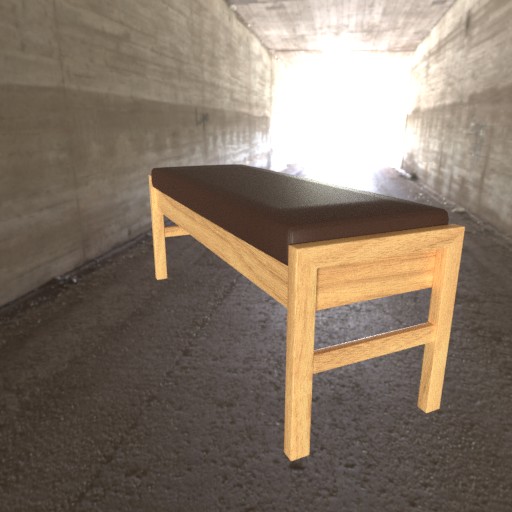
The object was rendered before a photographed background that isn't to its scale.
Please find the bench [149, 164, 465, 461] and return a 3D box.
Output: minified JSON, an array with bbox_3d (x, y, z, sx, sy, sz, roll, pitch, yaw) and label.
[{"bbox_3d":[0.000,0.000,1.422,0.405,0.480,1.200,-8,19,-24],"label":"bench"}]
